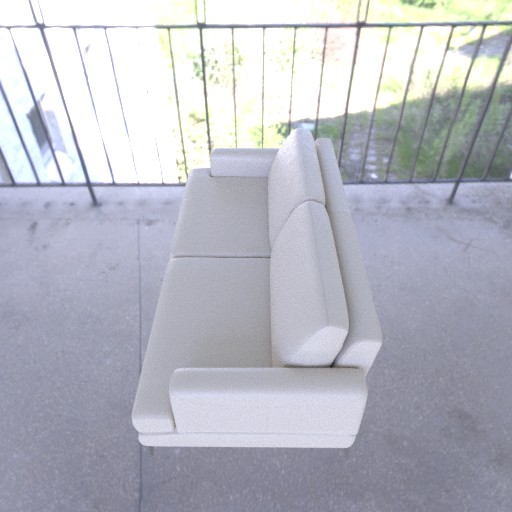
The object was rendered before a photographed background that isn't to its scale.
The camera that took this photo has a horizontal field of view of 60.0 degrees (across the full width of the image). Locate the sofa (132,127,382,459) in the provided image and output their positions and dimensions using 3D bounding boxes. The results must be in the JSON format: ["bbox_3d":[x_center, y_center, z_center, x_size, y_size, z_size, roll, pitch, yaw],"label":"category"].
[{"bbox_3d":[0.000,0.000,2.437,0.974,0.765,1.940,0,41,0],"label":"sofa"}]
